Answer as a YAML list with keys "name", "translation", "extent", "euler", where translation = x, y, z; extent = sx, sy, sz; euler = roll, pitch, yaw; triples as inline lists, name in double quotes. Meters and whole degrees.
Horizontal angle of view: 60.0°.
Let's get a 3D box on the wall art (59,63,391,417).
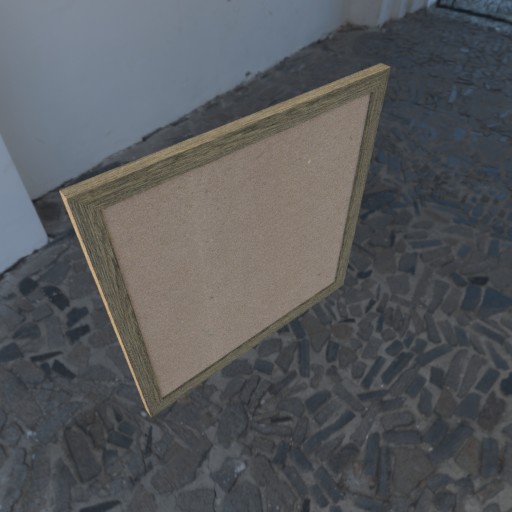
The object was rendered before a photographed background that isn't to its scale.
- name: "wall art"
  translation: [0.000, 0.000, 0.747]
  extent: [0.508, 0.508, 0.019]
  euler: [-30, 53, -26]
